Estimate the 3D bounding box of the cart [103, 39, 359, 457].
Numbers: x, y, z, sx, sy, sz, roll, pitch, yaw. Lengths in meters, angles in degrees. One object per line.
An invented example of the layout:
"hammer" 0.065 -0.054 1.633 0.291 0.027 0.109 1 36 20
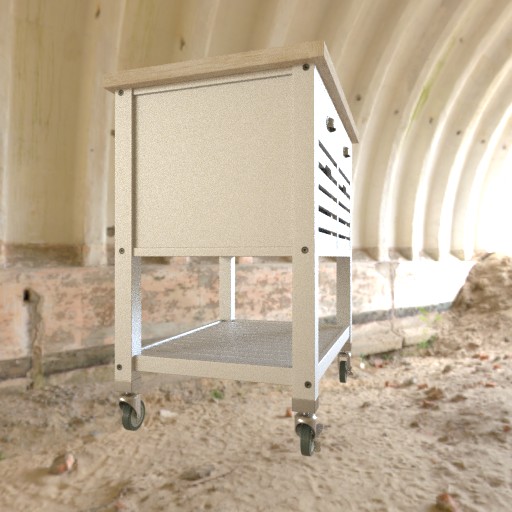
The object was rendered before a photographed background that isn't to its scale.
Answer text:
"cart" 0.000 0.000 1.386 0.559 0.914 0.762 0 0 19
